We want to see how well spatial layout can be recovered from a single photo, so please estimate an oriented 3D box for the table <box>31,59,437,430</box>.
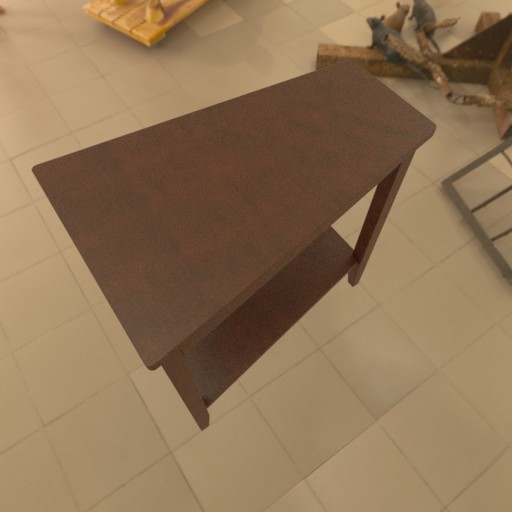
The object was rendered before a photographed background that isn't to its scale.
[{"bbox_3d":[0.000,0.000,0.967,0.605,0.589,0.399,-31,64,-17],"label":"table"}]
